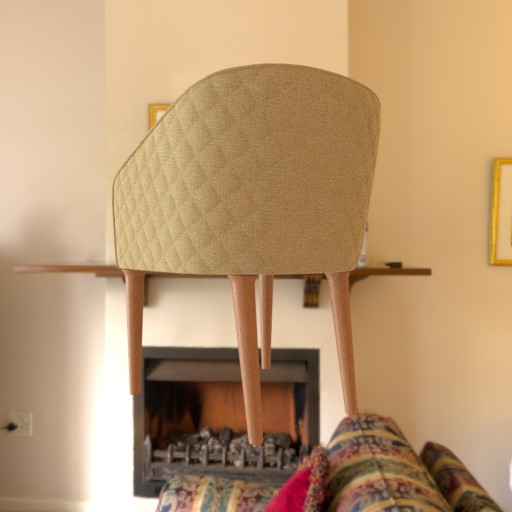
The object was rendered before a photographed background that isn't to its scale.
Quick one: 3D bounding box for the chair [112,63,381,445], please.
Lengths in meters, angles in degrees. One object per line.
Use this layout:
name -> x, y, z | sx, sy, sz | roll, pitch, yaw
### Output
chair -> 0.000, 0.000, 1.173 | 0.584, 0.775, 0.616 | 0, 1, -36
